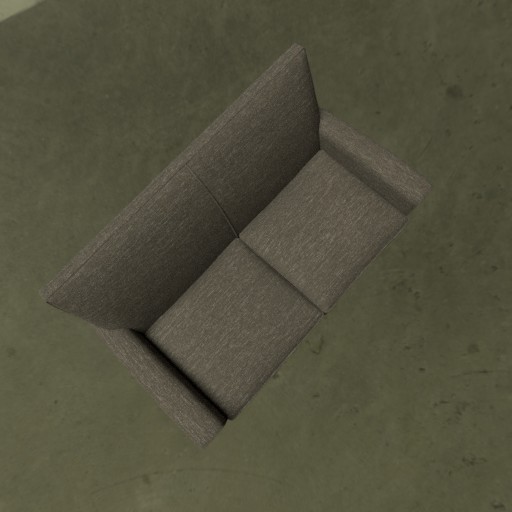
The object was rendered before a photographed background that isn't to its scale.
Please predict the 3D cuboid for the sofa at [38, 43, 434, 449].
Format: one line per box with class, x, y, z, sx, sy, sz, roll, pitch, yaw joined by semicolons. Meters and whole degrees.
sofa;0.000;0.000;2.095;0.867;0.905;1.509;42;80;9
